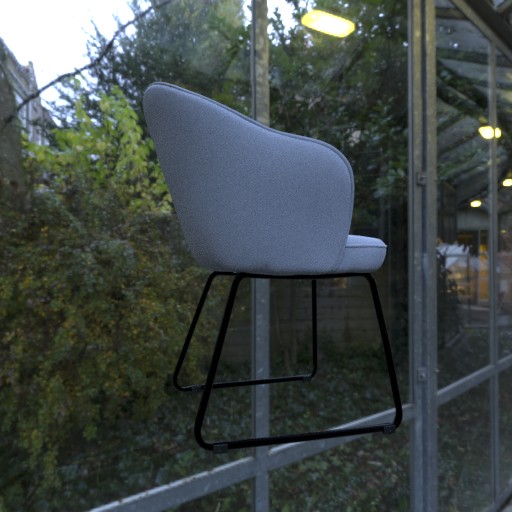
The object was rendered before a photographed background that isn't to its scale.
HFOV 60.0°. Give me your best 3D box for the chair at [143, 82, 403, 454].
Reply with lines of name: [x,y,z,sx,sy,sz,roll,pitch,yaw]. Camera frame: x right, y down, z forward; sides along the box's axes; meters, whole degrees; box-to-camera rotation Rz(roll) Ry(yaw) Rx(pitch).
chair: [0.000,0.000,1.188,0.592,0.817,0.570,0,-1,-17]
